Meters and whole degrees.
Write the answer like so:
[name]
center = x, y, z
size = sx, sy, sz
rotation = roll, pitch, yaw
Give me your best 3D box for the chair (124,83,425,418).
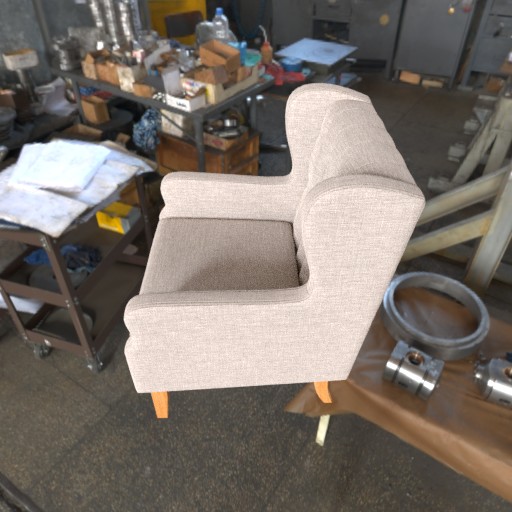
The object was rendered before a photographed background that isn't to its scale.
[chair]
center = 0.000, 0.000, 1.488
size = 0.760, 0.930, 0.710
rotation = -1, 40, -1
